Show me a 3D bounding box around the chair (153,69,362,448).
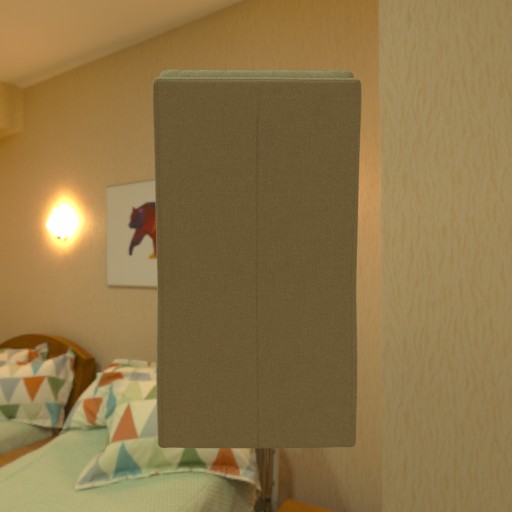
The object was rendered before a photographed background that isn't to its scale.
[{"bbox_3d":[0.000,0.000,1.329,0.503,0.927,0.698,0,-2,-1],"label":"chair"}]
